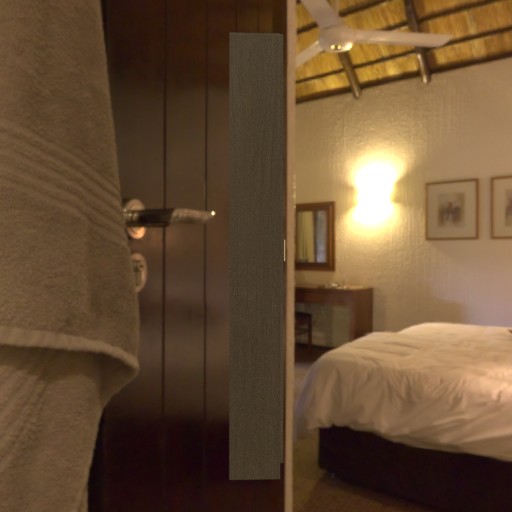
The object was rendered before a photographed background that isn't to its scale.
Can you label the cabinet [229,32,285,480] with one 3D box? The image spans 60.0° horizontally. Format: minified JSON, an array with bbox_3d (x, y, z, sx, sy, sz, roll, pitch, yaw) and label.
[{"bbox_3d":[0.000,0.000,2.027,0.230,1.790,0.500,0,0,-2],"label":"cabinet"}]
